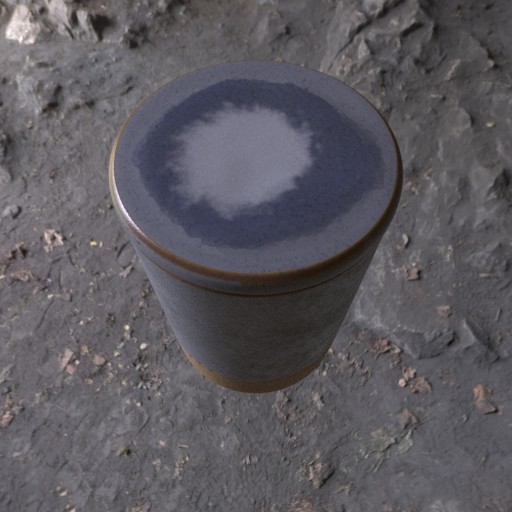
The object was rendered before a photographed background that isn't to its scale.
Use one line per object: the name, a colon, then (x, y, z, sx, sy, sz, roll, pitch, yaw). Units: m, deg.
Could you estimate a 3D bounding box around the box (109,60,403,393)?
box: (0.000, 0.000, 0.248, 0.118, 0.168, 0.118, 0, 60, 0)
